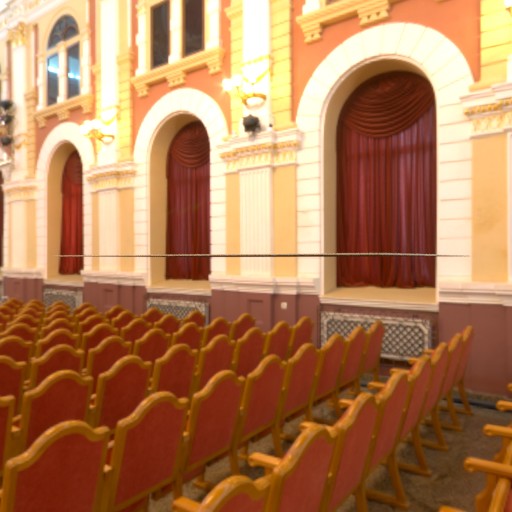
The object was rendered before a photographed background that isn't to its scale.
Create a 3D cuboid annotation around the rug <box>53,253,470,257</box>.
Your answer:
[{"bbox_3d":[0.000,0.000,2.919,2.289,0.006,1.523,0,0,37],"label":"rug"}]
